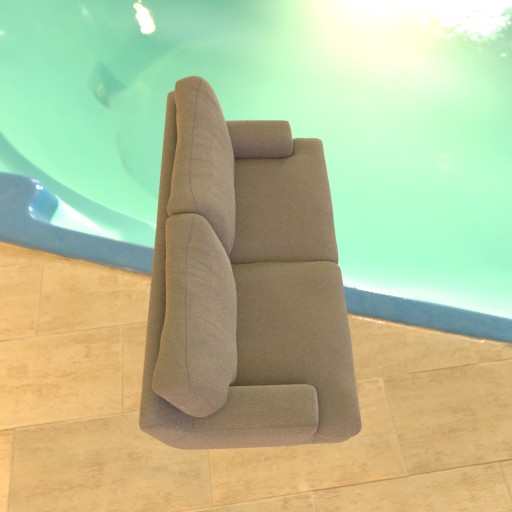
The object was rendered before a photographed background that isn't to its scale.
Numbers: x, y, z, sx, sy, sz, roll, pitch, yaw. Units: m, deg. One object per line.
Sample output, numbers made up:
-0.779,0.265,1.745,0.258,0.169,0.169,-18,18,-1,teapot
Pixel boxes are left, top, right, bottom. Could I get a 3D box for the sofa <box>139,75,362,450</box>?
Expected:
0.000,0.000,2.393,0.962,0.980,1.855,-2,62,-1,sofa
